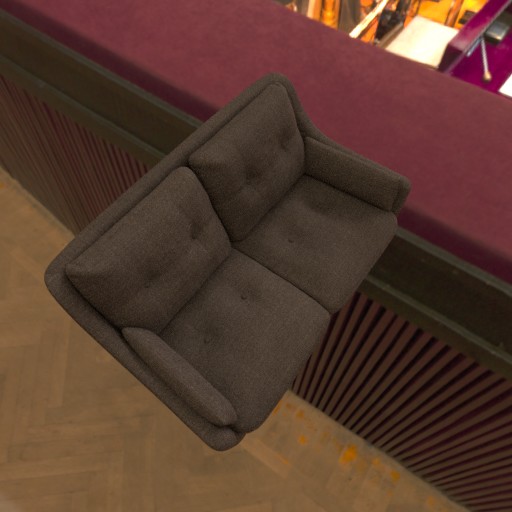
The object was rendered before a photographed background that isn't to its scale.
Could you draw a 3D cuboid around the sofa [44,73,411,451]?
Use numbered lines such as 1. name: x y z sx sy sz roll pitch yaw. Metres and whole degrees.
1. sofa: 0.000 0.000 2.208 0.976 0.887 1.646 32 64 18
